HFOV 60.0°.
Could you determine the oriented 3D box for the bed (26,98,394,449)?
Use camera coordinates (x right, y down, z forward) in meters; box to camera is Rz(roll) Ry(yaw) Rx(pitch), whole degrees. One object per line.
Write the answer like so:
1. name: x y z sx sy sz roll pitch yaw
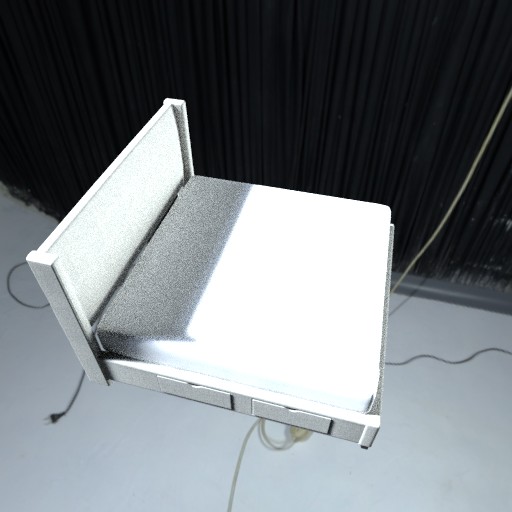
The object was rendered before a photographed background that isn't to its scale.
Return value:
1. bed: 0.000 0.000 3.668 2.280 1.470 2.140 11 46 10
